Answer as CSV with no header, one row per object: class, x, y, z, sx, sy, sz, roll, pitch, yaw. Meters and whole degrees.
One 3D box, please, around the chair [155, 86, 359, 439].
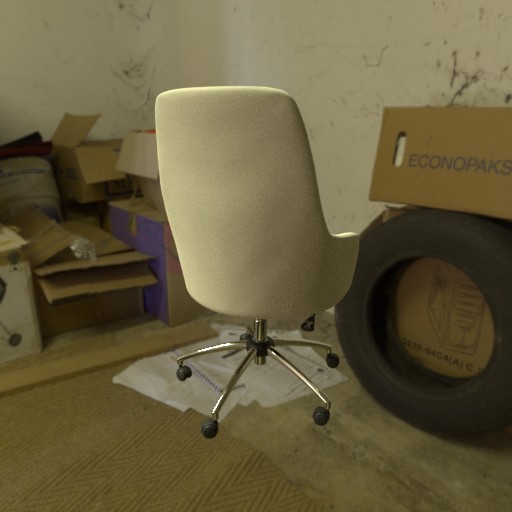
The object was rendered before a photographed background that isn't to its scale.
chair,0.000,0.000,1.511,0.620,1.049,0.640,9,19,26
